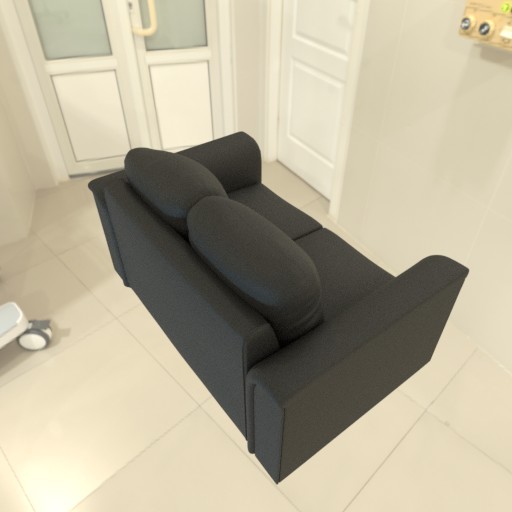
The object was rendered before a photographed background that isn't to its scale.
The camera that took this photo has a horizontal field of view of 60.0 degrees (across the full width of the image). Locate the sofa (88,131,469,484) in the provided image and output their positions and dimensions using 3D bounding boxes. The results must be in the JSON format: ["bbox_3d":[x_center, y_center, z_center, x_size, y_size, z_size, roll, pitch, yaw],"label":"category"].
[{"bbox_3d":[0.000,0.000,1.919,0.887,0.845,1.386,-26,47,-27],"label":"sofa"}]
